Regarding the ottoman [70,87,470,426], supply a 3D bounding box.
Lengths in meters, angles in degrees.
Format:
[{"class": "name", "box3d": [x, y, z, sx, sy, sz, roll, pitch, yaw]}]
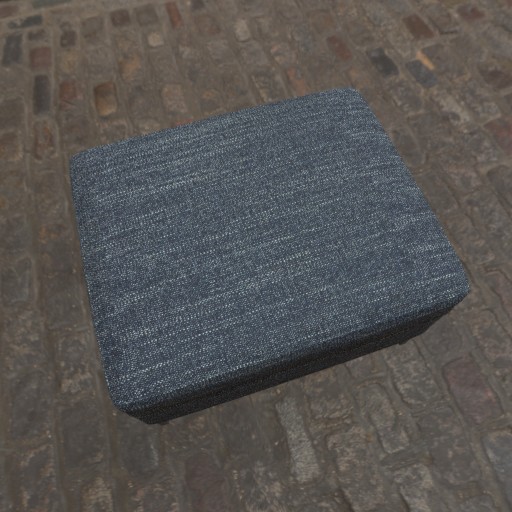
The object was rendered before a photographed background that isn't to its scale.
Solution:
[{"class": "ottoman", "box3d": [0.000, 0.000, 1.208, 0.814, 0.491, 0.667, -16, 65, -8]}]
